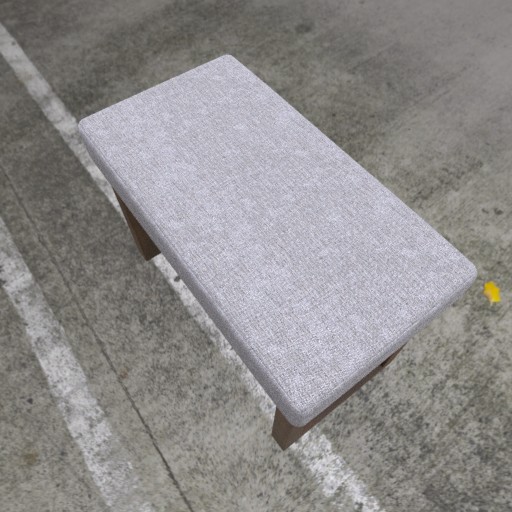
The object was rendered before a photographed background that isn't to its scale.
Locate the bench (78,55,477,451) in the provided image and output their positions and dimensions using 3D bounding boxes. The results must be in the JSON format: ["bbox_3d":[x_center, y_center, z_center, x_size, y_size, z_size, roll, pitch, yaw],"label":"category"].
[{"bbox_3d":[0.000,0.000,0.950,0.366,0.467,0.681,-33,64,-18],"label":"bench"}]
